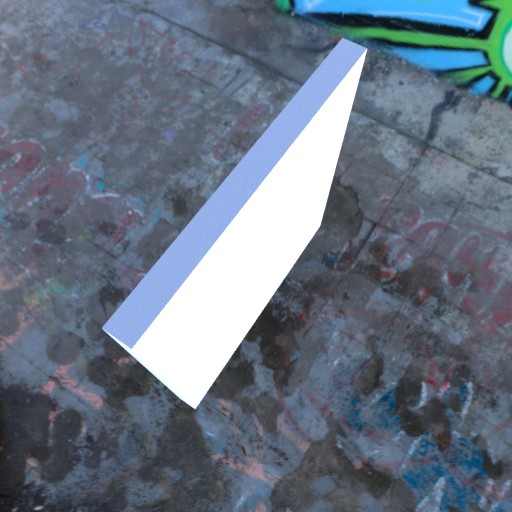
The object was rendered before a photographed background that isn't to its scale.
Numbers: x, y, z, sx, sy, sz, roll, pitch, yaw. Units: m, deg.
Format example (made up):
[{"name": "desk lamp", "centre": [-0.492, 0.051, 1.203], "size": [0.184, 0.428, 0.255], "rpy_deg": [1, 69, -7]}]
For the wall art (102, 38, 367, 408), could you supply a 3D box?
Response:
[{"name": "wall art", "centre": [0.000, 0.000, 0.534], "size": [0.027, 0.355, 0.355], "rpy_deg": [31, 68, 14]}]
